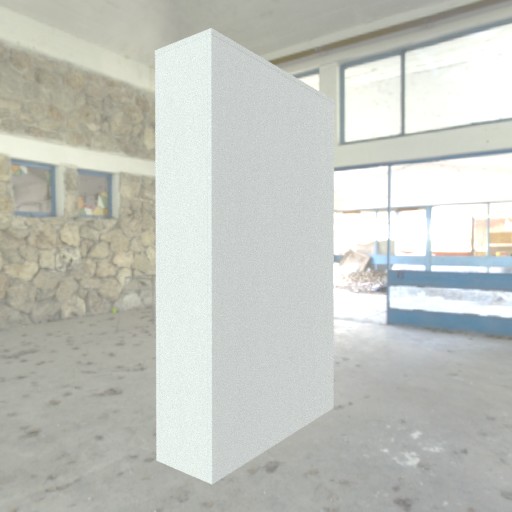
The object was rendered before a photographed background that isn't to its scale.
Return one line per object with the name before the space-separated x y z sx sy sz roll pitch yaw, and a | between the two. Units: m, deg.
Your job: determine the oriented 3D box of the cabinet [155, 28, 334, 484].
cabinet | 0.000 0.000 1.617 0.250 1.280 0.750 1 1 37
